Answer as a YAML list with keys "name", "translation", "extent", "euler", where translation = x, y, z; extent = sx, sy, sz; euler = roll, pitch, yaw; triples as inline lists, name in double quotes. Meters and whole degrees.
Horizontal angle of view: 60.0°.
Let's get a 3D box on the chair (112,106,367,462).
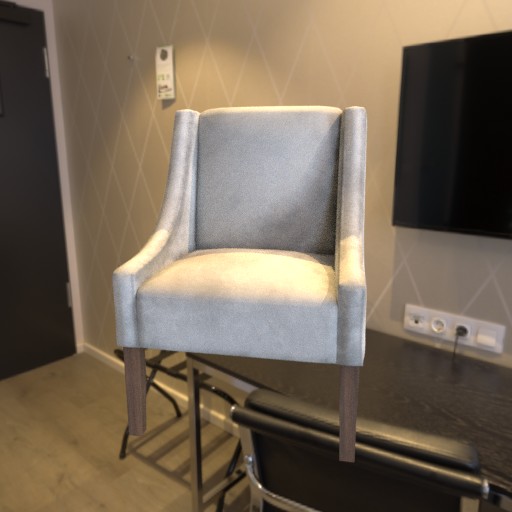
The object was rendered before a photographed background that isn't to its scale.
- name: "chair"
  translation: [0.000, 0.000, 1.325]
  extent: [0.629, 0.895, 0.629]
  euler: [2, 13, 10]
